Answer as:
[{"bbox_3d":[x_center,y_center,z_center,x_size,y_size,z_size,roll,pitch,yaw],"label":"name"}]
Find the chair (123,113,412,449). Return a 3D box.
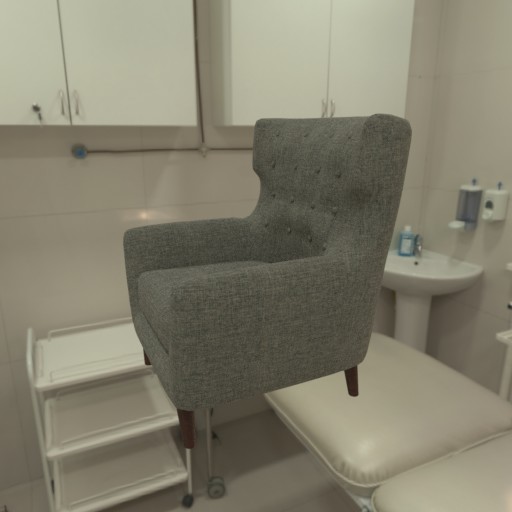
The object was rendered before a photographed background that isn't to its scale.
[{"bbox_3d":[0.000,0.000,1.759,0.904,1.063,0.878,-8,18,-25],"label":"chair"}]
